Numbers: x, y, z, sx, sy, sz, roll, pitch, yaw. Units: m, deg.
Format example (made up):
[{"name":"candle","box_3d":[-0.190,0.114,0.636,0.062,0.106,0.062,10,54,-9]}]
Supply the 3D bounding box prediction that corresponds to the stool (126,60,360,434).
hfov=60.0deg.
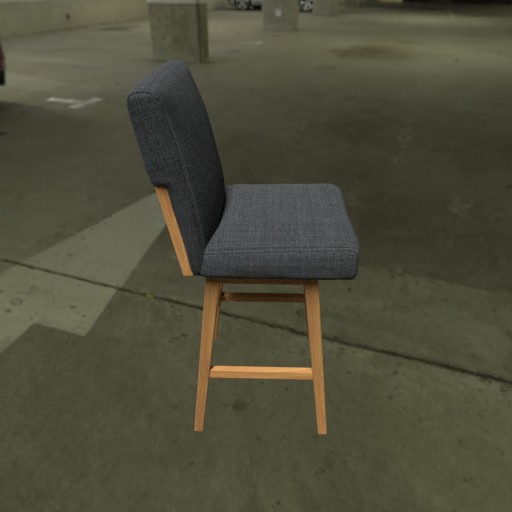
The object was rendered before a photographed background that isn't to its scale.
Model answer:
[{"name":"stool","box_3d":[0.000,0.000,1.412,0.570,1.112,0.483,1,32,1]}]
